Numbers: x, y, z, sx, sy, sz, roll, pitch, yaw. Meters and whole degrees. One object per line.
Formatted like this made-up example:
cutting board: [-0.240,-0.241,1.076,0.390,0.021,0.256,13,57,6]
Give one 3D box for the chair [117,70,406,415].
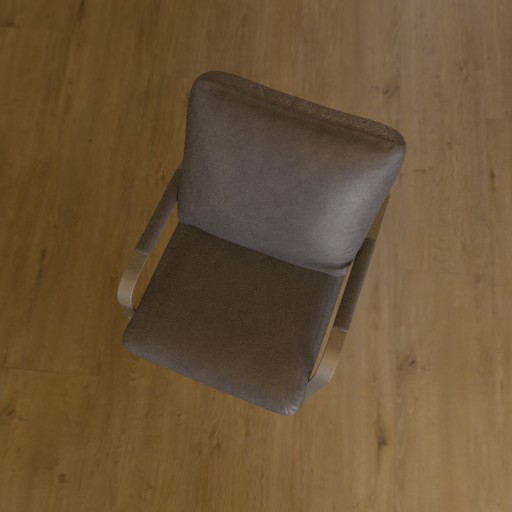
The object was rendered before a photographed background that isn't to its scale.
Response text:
chair: [0.000,0.000,1.470,0.692,0.839,0.878,21,76,5]
